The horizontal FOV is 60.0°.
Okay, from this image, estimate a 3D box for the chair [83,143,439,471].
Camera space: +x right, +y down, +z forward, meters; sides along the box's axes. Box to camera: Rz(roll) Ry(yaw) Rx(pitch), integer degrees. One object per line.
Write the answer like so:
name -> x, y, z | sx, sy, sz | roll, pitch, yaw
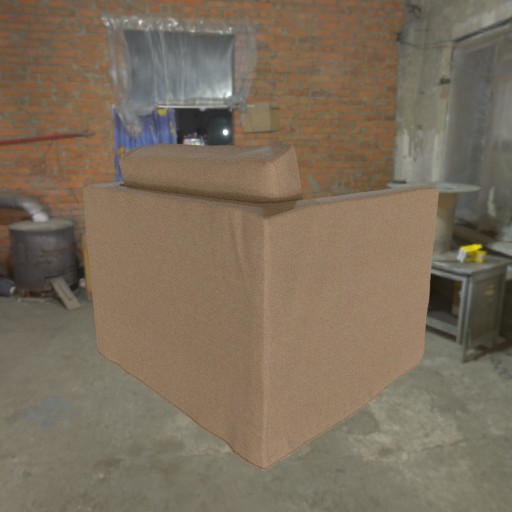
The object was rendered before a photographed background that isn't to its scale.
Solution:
chair -> 0.000, 0.000, 1.754 | 0.949, 0.863, 1.057 | -13, 19, -42
